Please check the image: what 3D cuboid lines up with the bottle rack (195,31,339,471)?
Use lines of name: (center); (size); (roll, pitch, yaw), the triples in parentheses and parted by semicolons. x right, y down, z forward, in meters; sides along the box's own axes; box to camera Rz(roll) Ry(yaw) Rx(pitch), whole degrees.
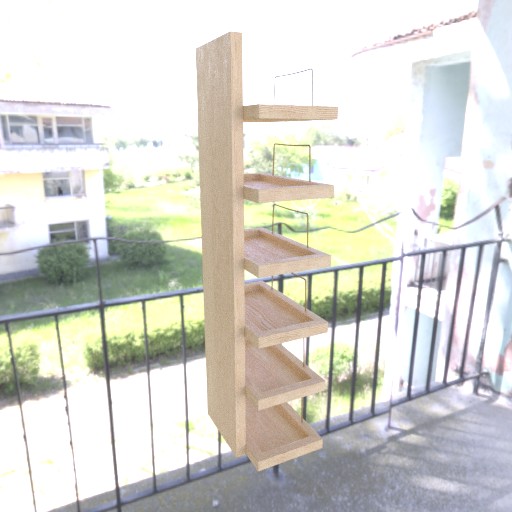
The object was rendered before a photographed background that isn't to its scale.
bottle rack: (0.000, 0.000, 1.080); (0.206, 0.943, 0.330); (-8, 17, -25)
